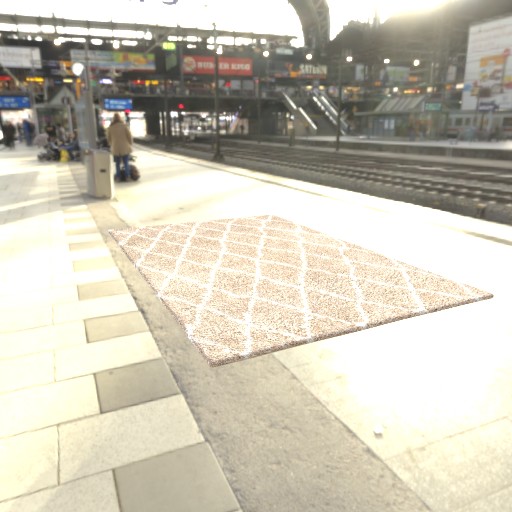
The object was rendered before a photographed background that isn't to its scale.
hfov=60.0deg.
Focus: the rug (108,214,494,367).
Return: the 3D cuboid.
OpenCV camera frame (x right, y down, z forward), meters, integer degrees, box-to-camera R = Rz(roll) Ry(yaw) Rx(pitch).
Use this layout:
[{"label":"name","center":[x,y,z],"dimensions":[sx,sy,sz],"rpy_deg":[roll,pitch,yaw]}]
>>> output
[{"label":"rug","center":[0.000,0.000,3.397],"dimensions":[1.778,0.030,2.743],"rpy_deg":[-8,18,-25]}]
